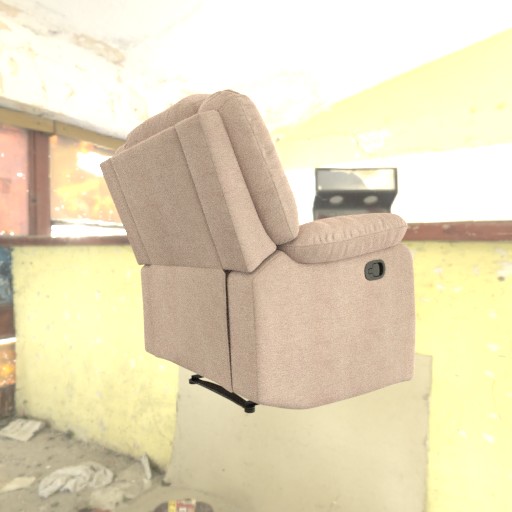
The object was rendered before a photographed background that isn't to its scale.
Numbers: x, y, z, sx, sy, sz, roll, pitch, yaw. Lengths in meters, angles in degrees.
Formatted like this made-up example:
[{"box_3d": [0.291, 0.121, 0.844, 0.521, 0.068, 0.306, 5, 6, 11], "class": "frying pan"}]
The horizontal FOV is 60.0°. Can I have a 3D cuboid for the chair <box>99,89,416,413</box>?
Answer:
[{"box_3d": [0.000, 0.000, 1.691, 0.944, 1.008, 0.899, -1, 1, -36], "class": "chair"}]
